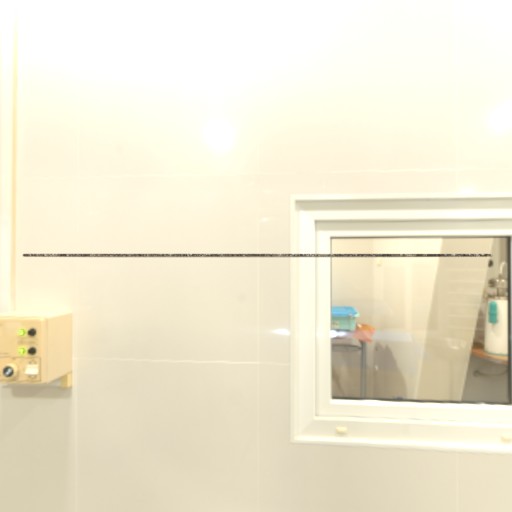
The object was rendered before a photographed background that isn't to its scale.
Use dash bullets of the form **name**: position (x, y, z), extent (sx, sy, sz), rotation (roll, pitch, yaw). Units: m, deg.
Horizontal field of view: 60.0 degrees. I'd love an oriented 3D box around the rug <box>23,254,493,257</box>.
- **rug**: position (0.000, 0.000, 2.283), extent (1.814, 0.012, 1.186), rotation (0, 0, -1)
